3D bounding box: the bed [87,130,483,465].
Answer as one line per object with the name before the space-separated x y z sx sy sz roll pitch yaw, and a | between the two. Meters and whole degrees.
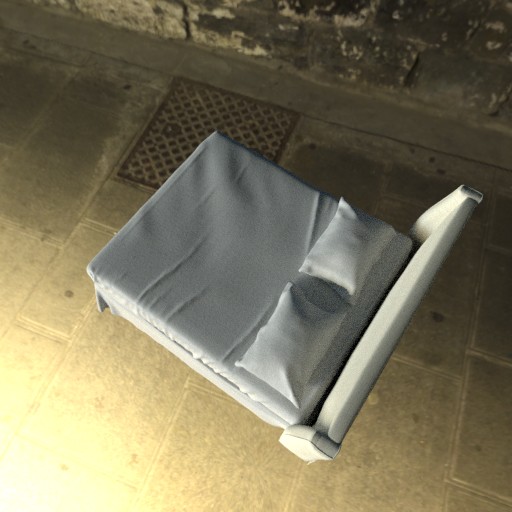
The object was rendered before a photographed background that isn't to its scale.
bed | 0.000 0.000 3.362 2.276 1.332 1.925 32 69 14
